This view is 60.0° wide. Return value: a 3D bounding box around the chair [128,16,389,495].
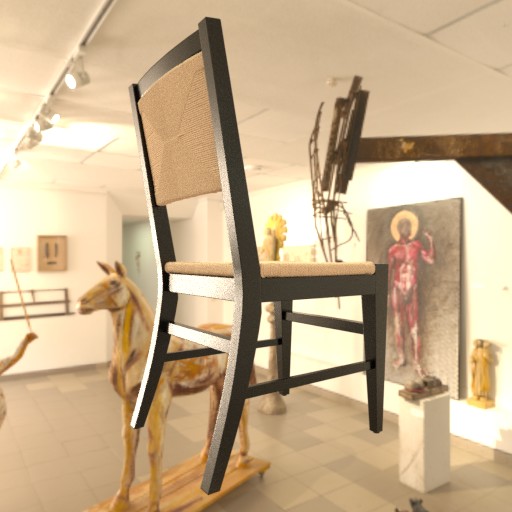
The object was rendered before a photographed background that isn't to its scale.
[{"bbox_3d":[0.000,0.000,1.179,0.552,0.927,0.437,0,0,-35],"label":"chair"}]
